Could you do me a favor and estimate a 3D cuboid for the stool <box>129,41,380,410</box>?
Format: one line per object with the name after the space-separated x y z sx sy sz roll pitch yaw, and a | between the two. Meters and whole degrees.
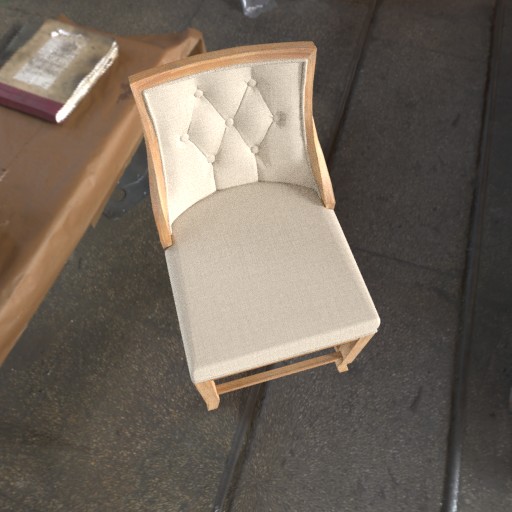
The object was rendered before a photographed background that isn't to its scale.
0.000 0.000 1.308 0.524 0.938 0.626 -14 64 -7 | stool
